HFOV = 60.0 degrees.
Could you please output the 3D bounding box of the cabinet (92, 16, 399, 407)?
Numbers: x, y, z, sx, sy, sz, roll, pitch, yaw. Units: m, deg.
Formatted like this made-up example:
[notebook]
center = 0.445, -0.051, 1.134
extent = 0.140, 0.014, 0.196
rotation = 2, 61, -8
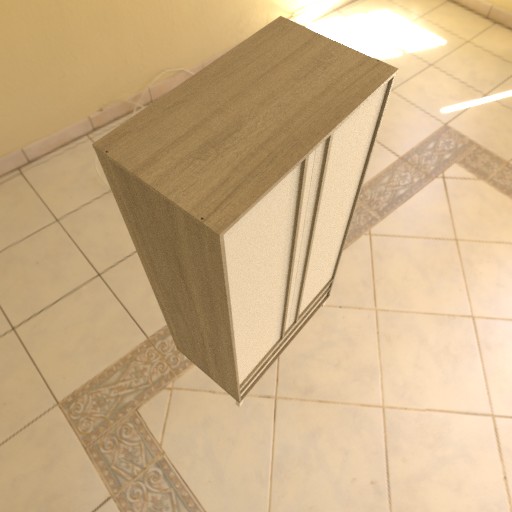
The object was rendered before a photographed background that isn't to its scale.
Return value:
[cabinet]
center = 0.000, 0.000, 2.413
extent = 0.571, 1.999, 1.006
rotation = 35, 64, 20
